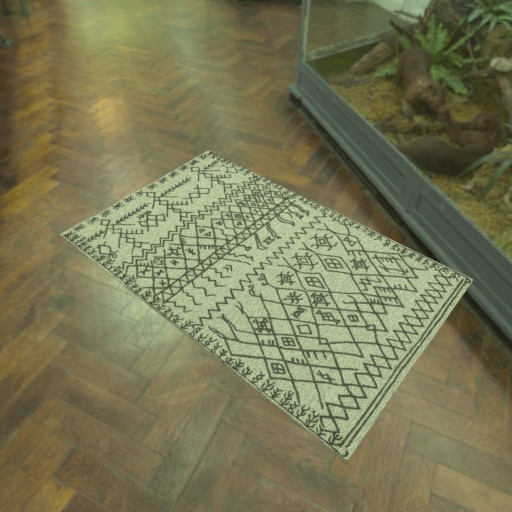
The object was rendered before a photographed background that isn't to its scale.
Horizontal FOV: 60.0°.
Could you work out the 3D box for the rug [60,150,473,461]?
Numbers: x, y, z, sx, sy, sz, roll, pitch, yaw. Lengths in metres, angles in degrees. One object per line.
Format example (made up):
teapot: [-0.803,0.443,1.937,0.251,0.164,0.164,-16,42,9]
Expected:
rug: [0.000,0.000,4.790,3.824,0.019,2.393,31,52,28]
